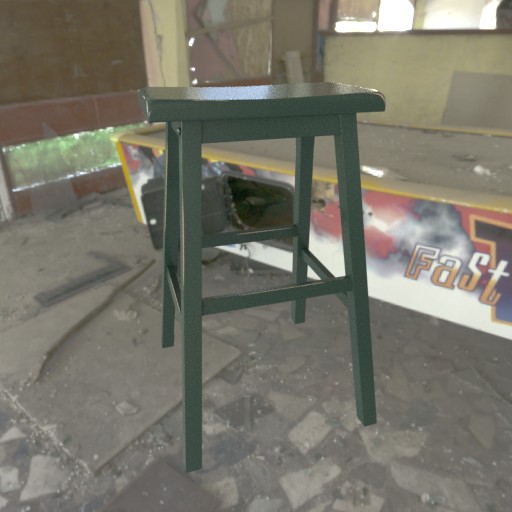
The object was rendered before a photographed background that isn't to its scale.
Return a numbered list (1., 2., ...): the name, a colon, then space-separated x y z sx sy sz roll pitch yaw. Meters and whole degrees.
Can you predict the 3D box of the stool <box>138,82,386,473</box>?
1. stool: 0.000 0.000 1.042 0.457 0.737 0.476 -8 27 -15
